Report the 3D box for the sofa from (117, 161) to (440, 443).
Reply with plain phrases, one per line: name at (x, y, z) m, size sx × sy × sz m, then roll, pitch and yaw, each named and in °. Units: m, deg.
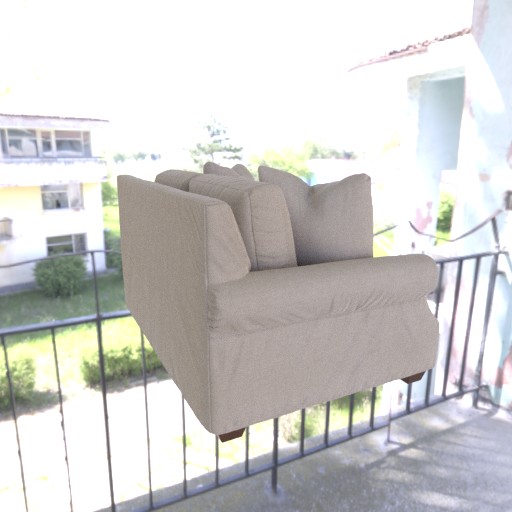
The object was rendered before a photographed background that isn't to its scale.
sofa at (0.000, 0.000, 2.193) m, size 1.070 × 0.905 × 1.550 m, roll -7°, pitch 16°, yaw -26°
